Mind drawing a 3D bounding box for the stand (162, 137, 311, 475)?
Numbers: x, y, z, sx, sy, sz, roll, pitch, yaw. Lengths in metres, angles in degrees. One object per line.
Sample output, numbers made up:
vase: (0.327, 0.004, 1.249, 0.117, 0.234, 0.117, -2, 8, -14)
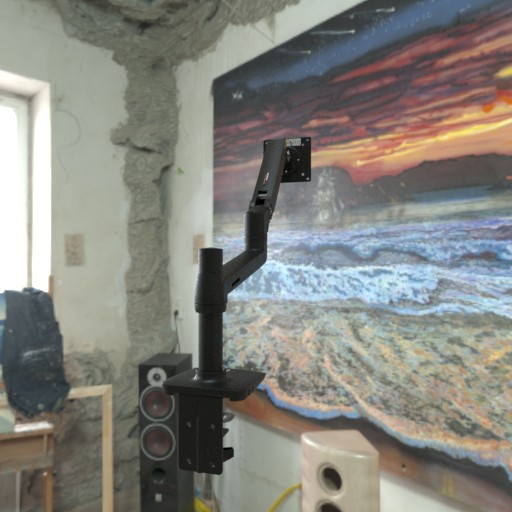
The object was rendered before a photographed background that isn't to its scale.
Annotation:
stand: (0.000, 0.000, 1.027, 0.152, 0.713, 0.650, 0, 0, 16)
